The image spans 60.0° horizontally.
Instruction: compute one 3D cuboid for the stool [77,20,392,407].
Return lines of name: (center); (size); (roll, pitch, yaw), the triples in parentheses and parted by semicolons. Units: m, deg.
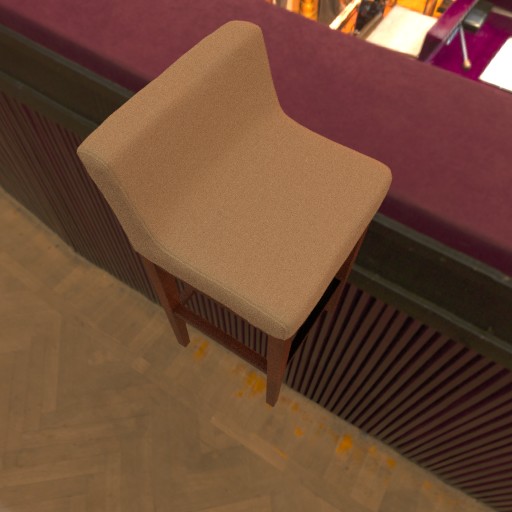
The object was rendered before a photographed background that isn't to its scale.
stool: (0.000, 0.000, 1.280); (0.500, 1.037, 0.511); (30, 63, 17)
